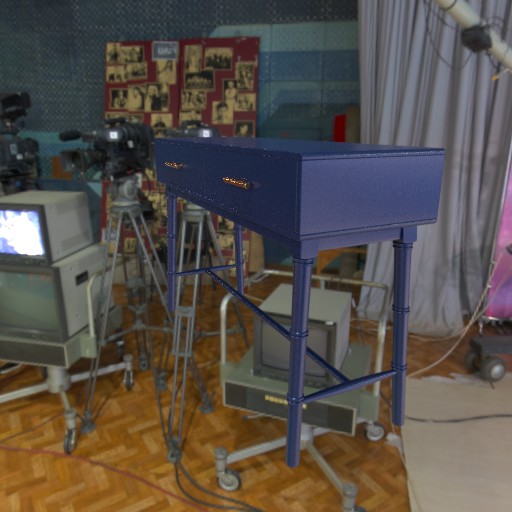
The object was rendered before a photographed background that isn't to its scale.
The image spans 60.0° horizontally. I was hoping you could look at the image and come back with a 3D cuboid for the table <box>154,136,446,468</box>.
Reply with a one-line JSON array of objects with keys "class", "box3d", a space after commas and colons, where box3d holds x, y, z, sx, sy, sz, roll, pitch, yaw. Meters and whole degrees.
[{"class": "table", "box3d": [0.000, 0.000, 1.497, 0.399, 0.749, 1.118, -8, 18, -25]}]
